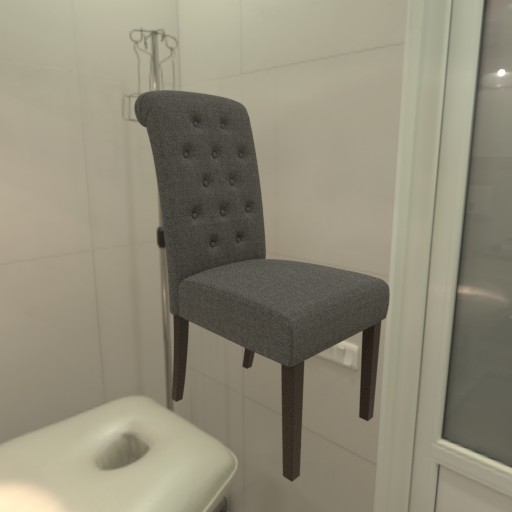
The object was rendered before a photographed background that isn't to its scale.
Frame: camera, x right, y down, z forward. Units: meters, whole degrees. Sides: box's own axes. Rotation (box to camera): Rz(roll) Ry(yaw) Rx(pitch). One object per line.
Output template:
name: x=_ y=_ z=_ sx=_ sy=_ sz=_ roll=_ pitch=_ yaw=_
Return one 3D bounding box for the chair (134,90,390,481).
chair: x=0.000 y=0.000 z=1.369 sx=0.671 sy=1.006 sz=0.456 roll=12 pitch=17 yaw=43
